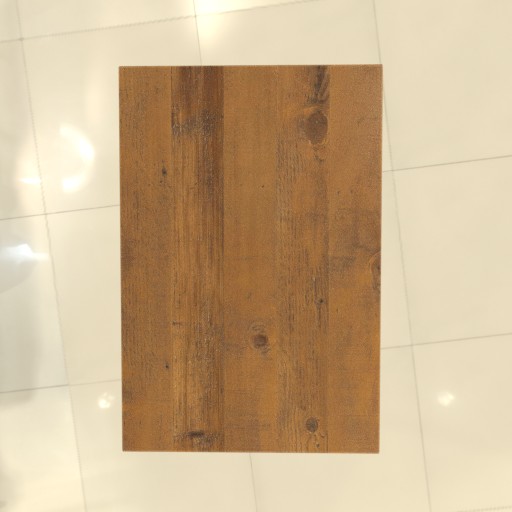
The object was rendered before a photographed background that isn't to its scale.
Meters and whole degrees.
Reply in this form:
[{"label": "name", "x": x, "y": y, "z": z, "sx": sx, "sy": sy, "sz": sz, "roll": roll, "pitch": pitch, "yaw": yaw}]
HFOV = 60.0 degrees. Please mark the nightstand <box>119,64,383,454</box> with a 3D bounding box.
[{"label": "nightstand", "x": 0.000, "y": 0.000, "z": 1.041, "sx": 0.450, "sy": 0.599, "sz": 0.650, "roll": 0, "pitch": 92, "yaw": 1}]
